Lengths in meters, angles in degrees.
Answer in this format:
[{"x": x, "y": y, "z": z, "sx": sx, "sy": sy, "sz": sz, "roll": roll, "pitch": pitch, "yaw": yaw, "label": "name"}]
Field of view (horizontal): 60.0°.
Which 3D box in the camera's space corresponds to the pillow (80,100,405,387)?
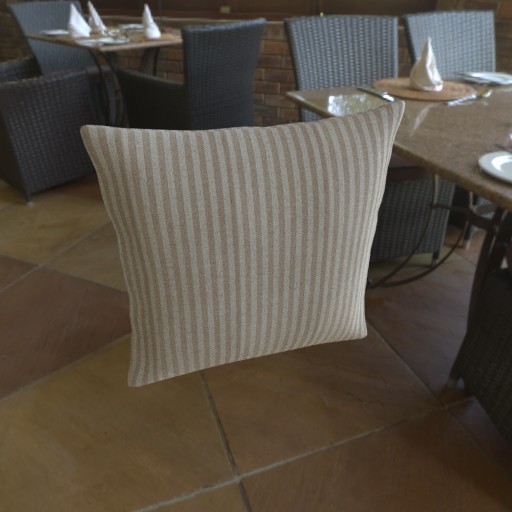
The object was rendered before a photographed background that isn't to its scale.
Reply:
[{"x": 0.000, "y": 0.000, "z": 0.805, "sx": 0.523, "sy": 0.510, "sz": 0.166, "roll": -9, "pitch": 33, "yaw": -14, "label": "pillow"}]
